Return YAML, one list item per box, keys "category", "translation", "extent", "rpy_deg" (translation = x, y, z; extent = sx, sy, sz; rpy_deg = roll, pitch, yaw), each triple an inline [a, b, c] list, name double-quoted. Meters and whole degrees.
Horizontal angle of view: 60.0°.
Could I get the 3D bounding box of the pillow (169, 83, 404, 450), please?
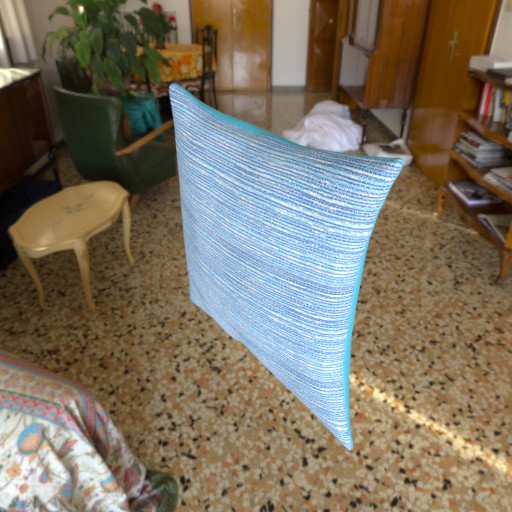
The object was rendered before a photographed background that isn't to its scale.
- category: "pillow"
  translation: [0.000, 0.000, 0.770]
  extent: [0.150, 0.497, 0.514]
  rpy_deg: [-22, 38, -31]
